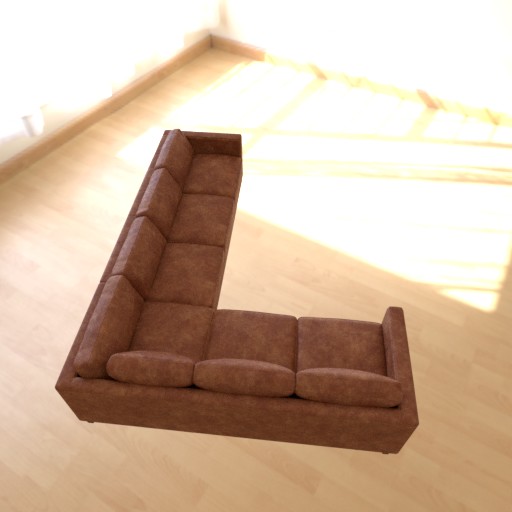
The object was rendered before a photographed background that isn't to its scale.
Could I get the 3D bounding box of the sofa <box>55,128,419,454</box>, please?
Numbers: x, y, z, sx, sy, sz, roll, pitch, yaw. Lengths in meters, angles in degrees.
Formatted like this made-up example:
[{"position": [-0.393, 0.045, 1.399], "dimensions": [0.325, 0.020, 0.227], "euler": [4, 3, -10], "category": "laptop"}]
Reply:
[{"position": [0.000, 0.000, 4.157], "dimensions": [2.438, 0.838, 3.150], "euler": [4, 49, 4], "category": "sofa"}]
